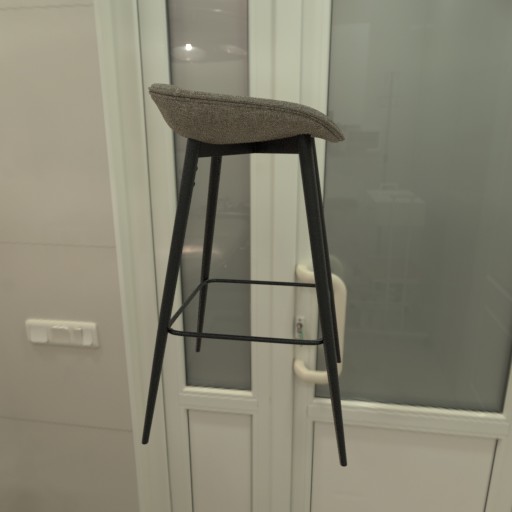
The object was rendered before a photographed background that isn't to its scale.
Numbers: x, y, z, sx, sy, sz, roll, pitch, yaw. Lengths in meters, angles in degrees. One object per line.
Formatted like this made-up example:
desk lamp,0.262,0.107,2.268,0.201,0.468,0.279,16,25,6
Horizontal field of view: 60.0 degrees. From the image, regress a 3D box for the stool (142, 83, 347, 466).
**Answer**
stool,0.000,0.000,1.122,0.480,0.814,0.469,2,16,8
